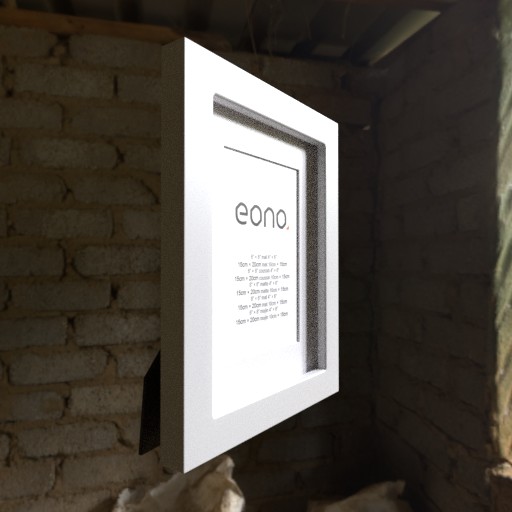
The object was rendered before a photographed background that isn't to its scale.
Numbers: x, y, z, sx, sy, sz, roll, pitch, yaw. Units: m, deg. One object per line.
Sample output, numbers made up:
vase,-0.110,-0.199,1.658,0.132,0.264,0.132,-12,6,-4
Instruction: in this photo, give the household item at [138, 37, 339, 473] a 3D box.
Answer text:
household item,0.000,0.000,0.347,0.045,0.250,0.200,-1,-1,36
